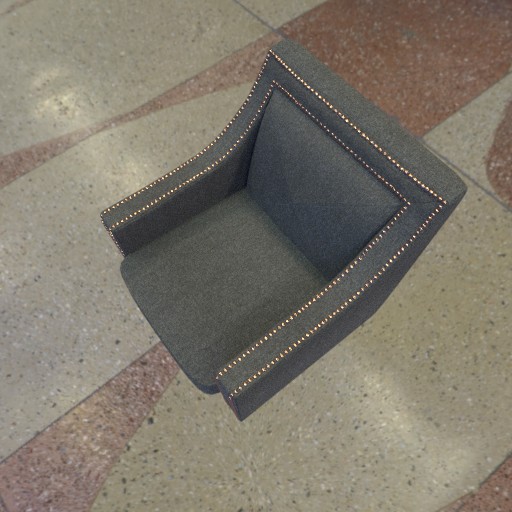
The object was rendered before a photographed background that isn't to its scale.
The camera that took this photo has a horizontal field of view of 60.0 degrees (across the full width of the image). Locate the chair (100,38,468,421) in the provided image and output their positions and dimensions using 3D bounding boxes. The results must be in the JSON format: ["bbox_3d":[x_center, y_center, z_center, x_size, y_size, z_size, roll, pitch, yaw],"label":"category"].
[{"bbox_3d":[0.000,0.000,1.614,0.884,0.967,0.776,-35,68,-16],"label":"chair"}]
